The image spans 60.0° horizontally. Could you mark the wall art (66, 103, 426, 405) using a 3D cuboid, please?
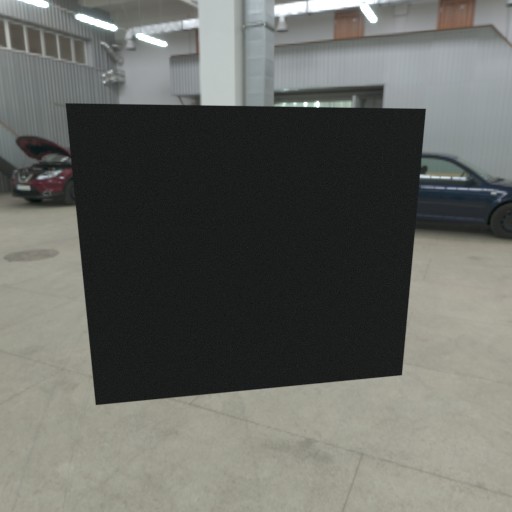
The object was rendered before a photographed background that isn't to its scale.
[{"bbox_3d":[0.000,0.000,0.517,0.381,0.330,0.031,-3,14,-10],"label":"wall art"}]
